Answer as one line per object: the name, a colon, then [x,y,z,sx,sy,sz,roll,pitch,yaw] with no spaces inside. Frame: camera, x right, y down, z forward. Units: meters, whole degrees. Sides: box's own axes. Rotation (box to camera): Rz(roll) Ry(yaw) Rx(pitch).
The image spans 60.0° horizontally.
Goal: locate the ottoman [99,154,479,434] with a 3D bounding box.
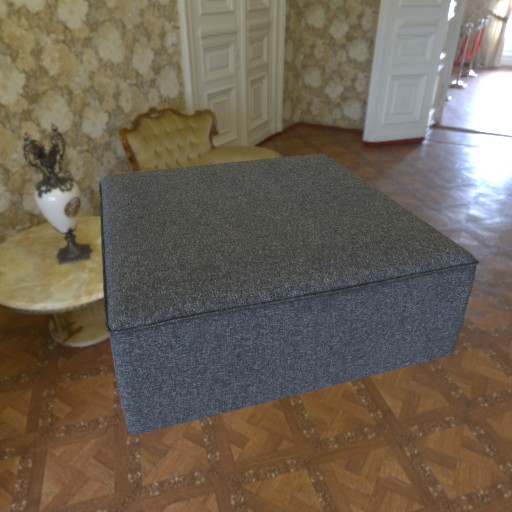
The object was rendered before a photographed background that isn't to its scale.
ottoman: [0.000,0.000,1.585,1.021,0.423,1.017,-9,32,-15]
